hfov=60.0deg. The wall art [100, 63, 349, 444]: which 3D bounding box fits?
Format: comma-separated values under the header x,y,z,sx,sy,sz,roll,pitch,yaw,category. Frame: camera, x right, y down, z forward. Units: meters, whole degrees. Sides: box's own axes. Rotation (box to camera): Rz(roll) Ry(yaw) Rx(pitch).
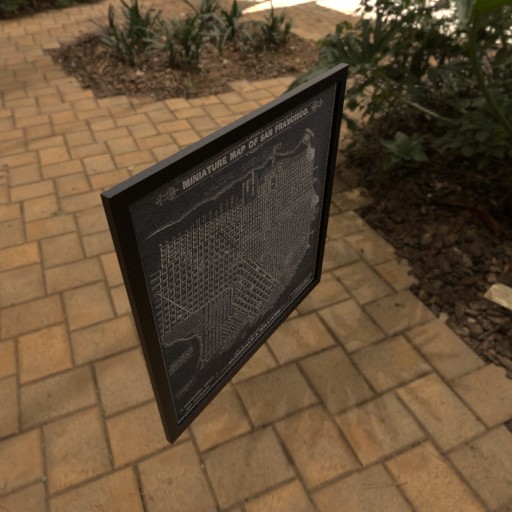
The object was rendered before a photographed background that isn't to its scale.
x,y,z,sx,sy,sz,roll,pitch,yaw,category
0.000,0.000,0.686,0.012,0.458,0.457,26,47,27,wall art
